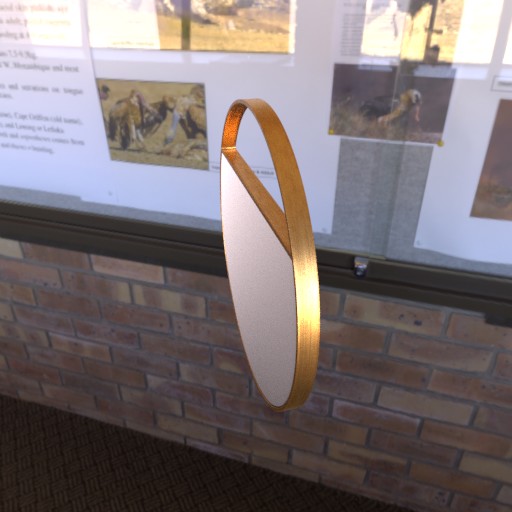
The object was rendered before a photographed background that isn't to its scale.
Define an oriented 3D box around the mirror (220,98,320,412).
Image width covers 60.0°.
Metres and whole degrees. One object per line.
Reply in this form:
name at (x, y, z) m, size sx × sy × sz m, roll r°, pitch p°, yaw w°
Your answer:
mirror at (0.000, 0.000, 0.845) m, size 0.032 × 0.565 × 0.565 m, roll -7°, pitch 31°, yaw -13°
